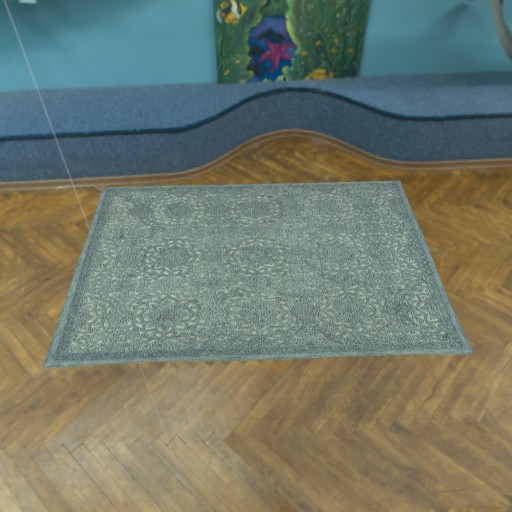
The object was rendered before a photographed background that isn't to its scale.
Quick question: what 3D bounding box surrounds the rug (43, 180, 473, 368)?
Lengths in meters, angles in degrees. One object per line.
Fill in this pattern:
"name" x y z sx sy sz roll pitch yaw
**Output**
"rug" 0.000 0.000 2.297 1.830 0.016 1.224 -2 46 -1
